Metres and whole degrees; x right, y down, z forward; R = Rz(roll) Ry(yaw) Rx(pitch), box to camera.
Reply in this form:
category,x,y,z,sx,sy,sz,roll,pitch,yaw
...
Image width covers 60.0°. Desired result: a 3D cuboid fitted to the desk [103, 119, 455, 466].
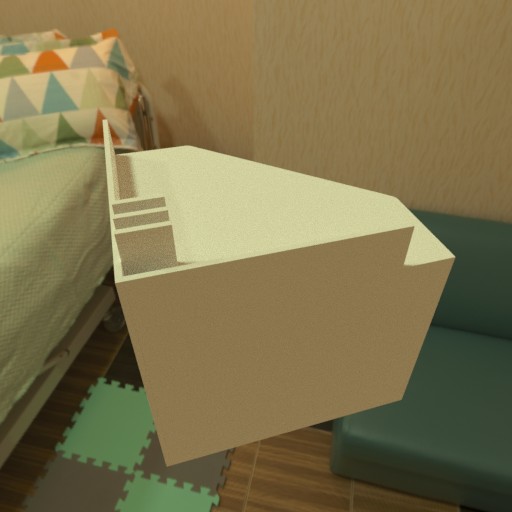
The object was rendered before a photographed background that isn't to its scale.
category,x,y,z,sx,sy,sz,roll,pitch,yaw
desk,0.000,0.000,1.709,0.940,0.986,0.940,-11,41,-13
